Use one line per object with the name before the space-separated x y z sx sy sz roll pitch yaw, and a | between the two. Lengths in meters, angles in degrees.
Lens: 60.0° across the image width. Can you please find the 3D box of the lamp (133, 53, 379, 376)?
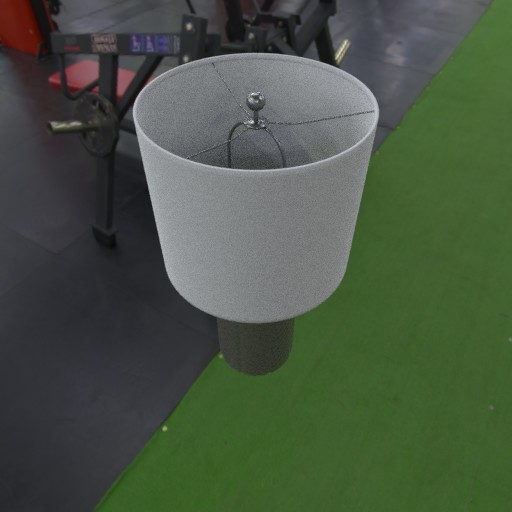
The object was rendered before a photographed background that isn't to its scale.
lamp | 0.000 0.000 0.506 0.203 0.389 0.203 26 51 23
